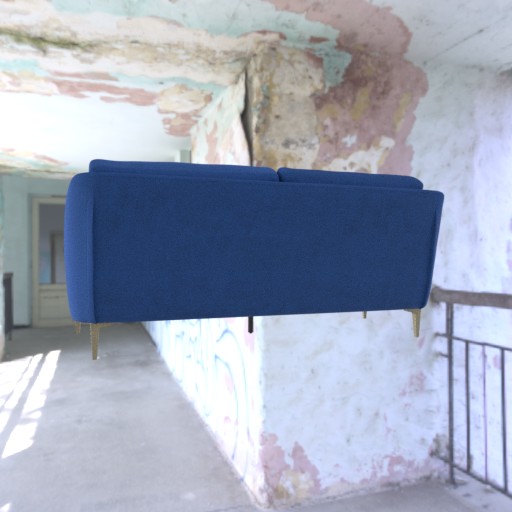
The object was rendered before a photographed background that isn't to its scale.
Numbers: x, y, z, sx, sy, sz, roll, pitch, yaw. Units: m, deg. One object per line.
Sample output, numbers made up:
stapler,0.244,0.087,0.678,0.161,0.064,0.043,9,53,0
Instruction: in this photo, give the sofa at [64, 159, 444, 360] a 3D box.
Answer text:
sofa,0.000,0.000,2.488,2.036,0.903,0.960,0,0,-18
